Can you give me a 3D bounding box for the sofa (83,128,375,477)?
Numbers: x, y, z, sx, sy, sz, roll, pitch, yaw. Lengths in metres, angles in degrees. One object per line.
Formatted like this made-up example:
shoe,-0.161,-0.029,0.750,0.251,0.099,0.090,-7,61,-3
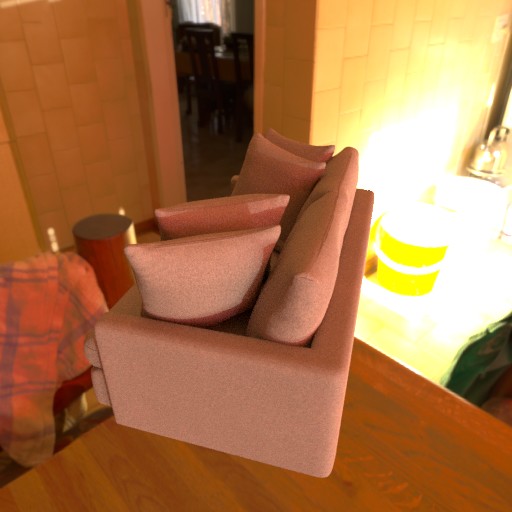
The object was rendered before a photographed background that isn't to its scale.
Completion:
sofa,0.000,0.000,2.567,1.228,1.080,1.869,9,32,14
